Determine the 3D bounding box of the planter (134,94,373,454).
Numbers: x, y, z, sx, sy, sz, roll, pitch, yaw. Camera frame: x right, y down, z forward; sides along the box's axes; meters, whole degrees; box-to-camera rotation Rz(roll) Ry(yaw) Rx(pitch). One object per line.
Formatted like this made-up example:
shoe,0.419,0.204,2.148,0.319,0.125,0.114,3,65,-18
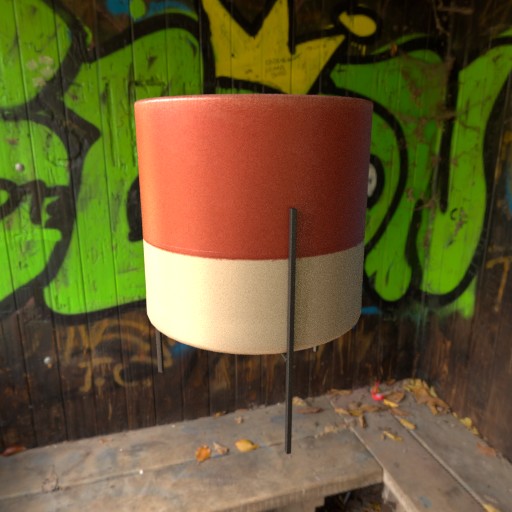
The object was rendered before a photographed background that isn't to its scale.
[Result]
planter,0.000,0.000,0.716,0.345,0.465,0.354,15,21,43
